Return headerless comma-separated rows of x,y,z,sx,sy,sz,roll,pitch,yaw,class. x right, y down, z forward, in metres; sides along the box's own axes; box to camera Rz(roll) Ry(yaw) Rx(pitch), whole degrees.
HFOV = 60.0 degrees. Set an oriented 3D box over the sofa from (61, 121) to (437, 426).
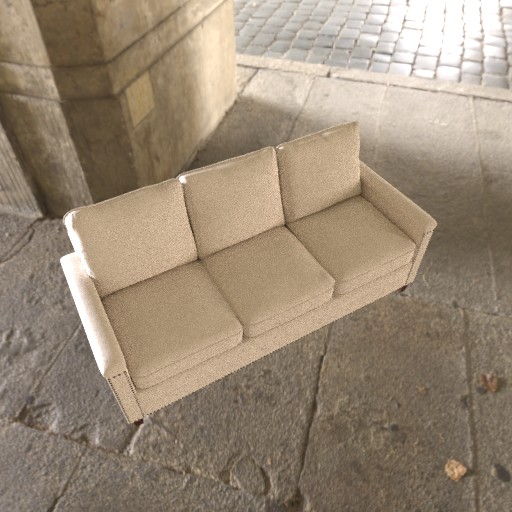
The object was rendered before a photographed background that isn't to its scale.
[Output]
0.000,0.000,2.506,1.925,0.961,0.828,-22,50,-20,sofa
